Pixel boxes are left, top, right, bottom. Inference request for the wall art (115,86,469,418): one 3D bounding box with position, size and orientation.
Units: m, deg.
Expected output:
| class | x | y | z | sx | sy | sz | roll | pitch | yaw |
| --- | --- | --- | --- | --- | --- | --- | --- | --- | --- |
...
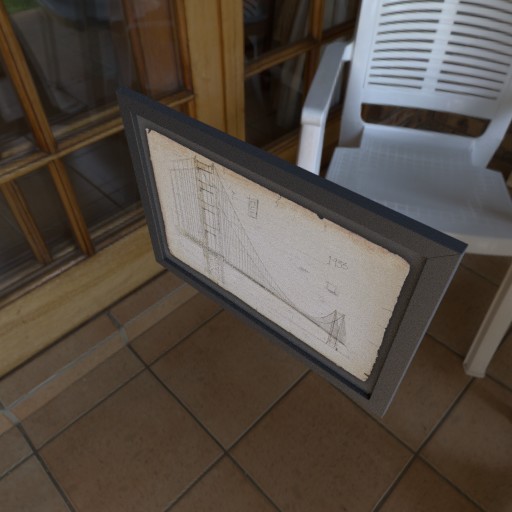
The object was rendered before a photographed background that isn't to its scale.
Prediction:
| class | x | y | z | sx | sy | sz | roll | pitch | yaw |
| --- | --- | --- | --- | --- | --- | --- | --- | --- | --- |
| wall art | 0.000 | 0.000 | 0.558 | 0.432 | 0.306 | 0.016 | 31 | 54 | 26 |
